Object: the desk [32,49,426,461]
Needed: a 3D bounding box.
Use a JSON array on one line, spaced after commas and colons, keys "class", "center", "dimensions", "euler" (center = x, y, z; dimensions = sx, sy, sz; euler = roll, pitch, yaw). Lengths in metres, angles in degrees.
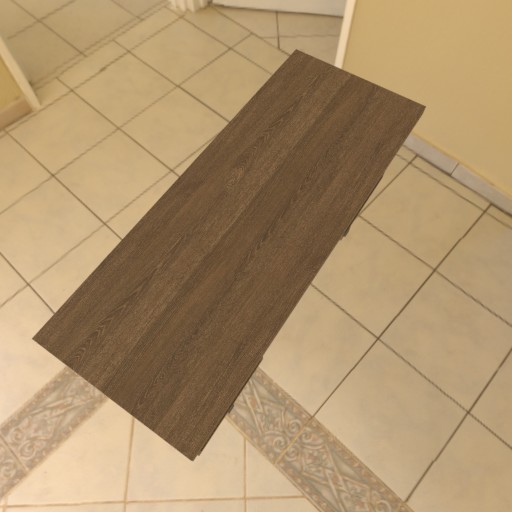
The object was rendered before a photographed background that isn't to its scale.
[{"class": "desk", "center": [0.000, 0.000, 1.876], "dimensions": [0.600, 0.760, 1.524], "euler": [31, 67, 14]}]
